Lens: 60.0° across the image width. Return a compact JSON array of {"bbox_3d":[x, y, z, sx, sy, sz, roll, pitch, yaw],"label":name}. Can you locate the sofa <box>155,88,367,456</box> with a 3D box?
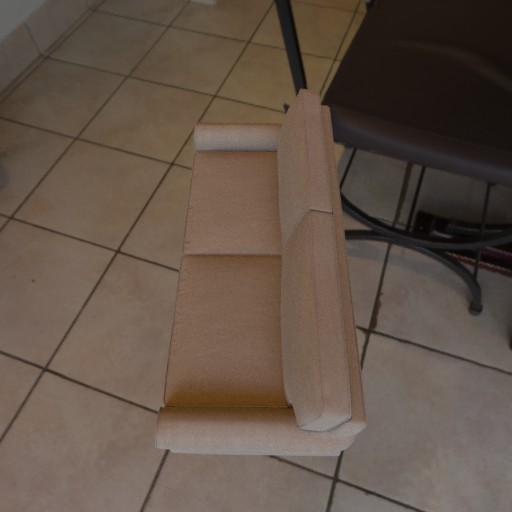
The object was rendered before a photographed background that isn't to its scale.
[{"bbox_3d":[0.000,0.000,2.726,0.991,0.943,2.248,1,57,0],"label":"sofa"}]
